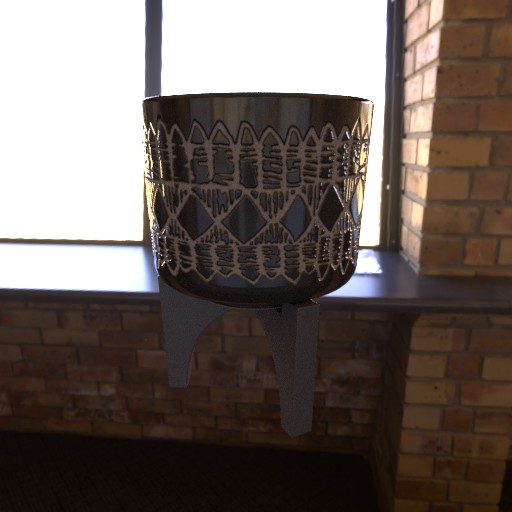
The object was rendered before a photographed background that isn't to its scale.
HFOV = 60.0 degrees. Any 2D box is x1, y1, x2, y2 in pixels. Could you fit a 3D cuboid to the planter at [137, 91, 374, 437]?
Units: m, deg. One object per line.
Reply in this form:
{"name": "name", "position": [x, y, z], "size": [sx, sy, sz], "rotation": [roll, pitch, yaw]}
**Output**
{"name": "planter", "position": [0.000, 0.000, 0.271], "size": [0.129, 0.177, 0.129], "rotation": [0, 15, 0]}
